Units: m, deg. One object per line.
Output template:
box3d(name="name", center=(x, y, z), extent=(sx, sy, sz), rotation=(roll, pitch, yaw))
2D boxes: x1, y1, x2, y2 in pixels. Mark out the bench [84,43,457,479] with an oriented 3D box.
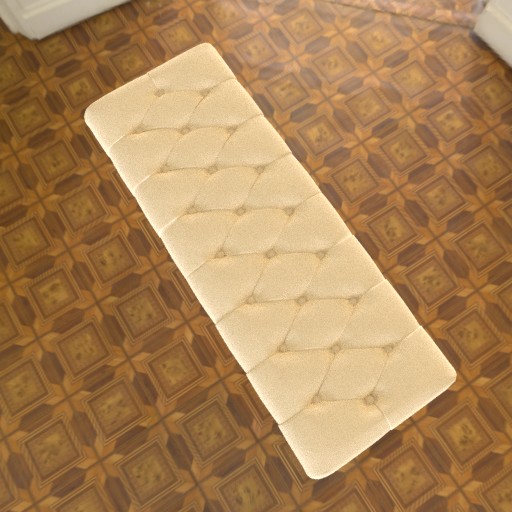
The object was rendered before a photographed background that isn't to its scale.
box3d(name="bench", center=(0.000, 0.000, 1.255), extent=(0.400, 0.470, 1.054), rotation=(-32, 78, -8))
